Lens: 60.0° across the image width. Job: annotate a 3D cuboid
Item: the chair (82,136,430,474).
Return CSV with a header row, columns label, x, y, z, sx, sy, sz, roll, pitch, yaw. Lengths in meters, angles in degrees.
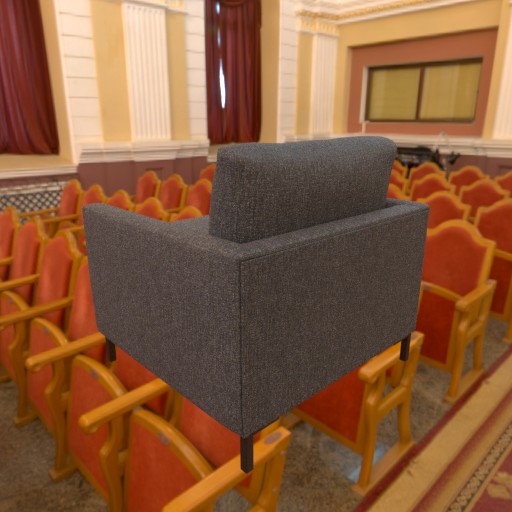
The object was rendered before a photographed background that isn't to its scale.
label,x,y,z,sx,sy,sz,roll,pitch,yaw
chair,0.000,0.000,1.644,0.963,0.861,0.866,-15,23,-41
